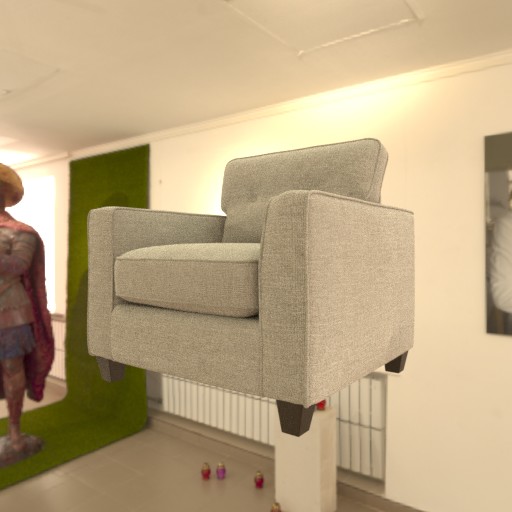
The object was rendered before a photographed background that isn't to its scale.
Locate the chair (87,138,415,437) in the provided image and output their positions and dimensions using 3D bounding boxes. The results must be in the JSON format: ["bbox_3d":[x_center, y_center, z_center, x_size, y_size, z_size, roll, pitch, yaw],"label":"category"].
[{"bbox_3d":[0.000,0.000,1.784,1.015,0.965,0.939,1,1,36],"label":"chair"}]
